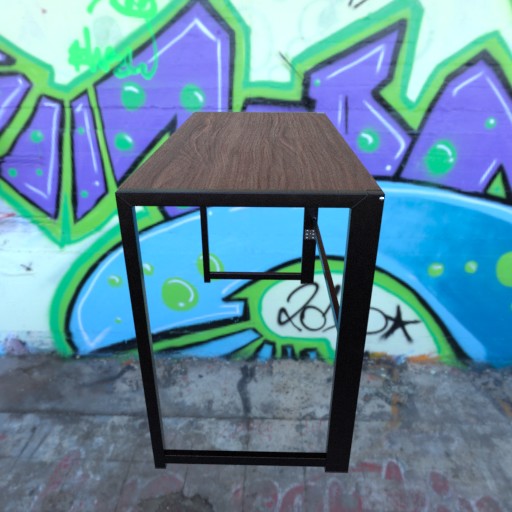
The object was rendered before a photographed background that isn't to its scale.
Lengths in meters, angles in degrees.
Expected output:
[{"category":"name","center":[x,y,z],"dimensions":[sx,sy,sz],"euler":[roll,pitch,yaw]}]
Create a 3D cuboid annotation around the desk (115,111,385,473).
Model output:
[{"category":"desk","center":[0.000,0.000,1.451],"dimensions":[0.508,0.762,1.016],"euler":[1,26,1]}]
